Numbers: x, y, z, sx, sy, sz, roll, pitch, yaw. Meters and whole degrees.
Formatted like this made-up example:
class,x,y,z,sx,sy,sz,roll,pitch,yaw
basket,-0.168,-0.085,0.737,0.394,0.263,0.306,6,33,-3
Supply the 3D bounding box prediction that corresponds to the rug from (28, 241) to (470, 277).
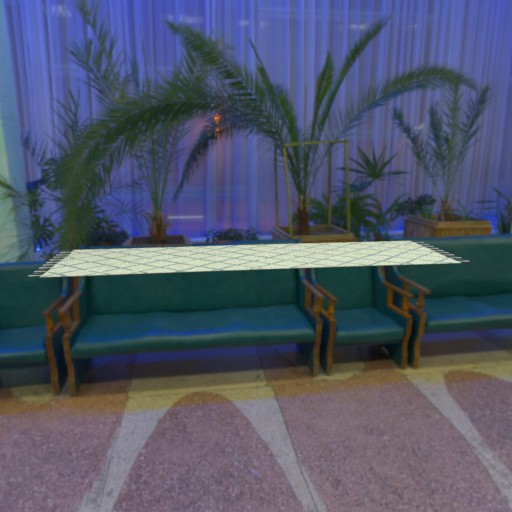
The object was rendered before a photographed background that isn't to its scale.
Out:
class,x,y,z,sx,sy,sz,roll,pitch,yaw
rug,0.000,0.000,2.634,2.372,0.008,0.620,-2,14,-7
